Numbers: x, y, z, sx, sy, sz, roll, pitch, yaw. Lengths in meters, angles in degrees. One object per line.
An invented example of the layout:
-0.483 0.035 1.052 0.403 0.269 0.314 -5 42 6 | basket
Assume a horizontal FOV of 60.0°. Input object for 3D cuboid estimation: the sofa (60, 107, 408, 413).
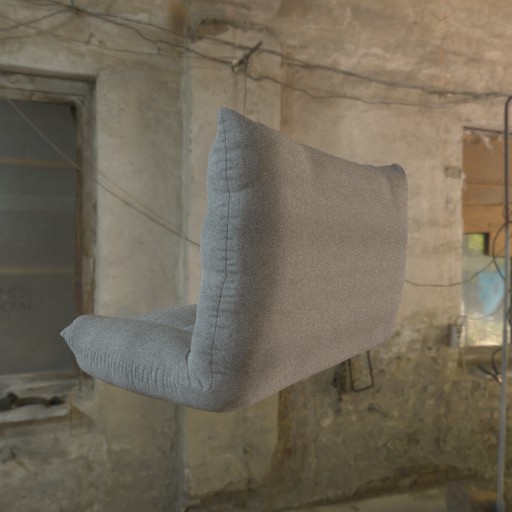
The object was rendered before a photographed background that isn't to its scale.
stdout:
0.000 0.000 1.661 0.847 0.795 1.144 1 1 37 | sofa
